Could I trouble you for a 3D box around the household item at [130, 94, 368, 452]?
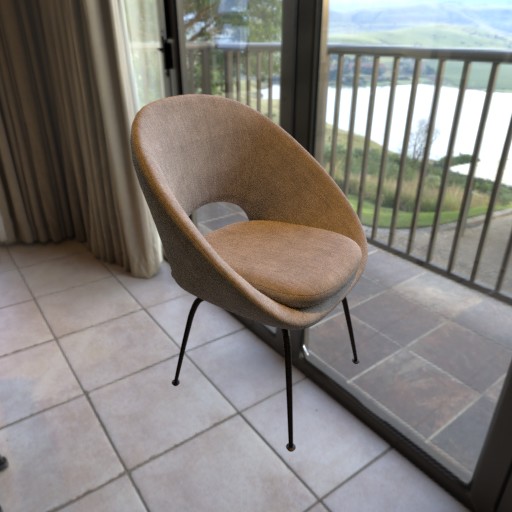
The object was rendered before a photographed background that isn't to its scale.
[{"bbox_3d":[0.000,0.000,1.322,0.587,0.869,0.643,18,32,31],"label":"household item"}]
